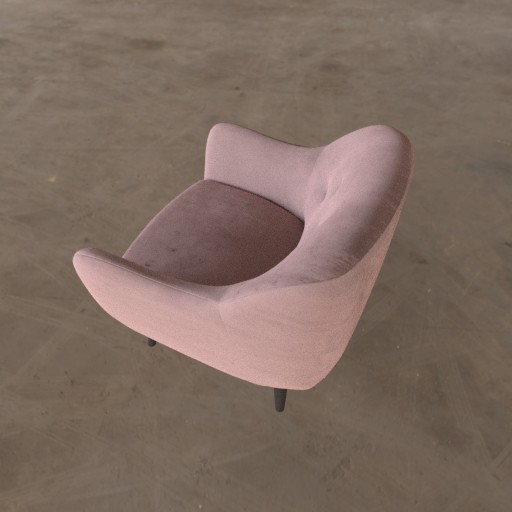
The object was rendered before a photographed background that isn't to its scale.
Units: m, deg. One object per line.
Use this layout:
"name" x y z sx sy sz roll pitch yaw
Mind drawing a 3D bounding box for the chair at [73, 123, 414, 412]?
"chair" 0.000 0.000 1.501 0.820 0.820 0.840 19 49 18
